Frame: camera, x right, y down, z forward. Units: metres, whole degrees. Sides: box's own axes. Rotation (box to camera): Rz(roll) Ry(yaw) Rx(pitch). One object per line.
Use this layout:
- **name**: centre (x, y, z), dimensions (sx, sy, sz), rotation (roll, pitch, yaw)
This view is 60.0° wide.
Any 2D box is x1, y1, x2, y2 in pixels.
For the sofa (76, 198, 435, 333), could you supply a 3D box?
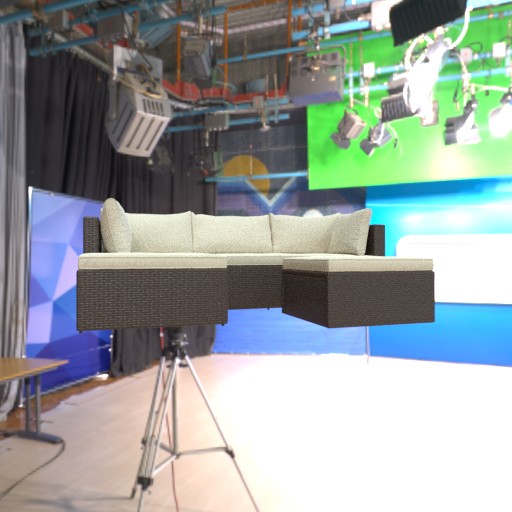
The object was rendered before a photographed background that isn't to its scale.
- **sofa**: centre (0.000, 0.000, 2.996), dimensions (2.192, 0.766, 1.612), rotation (0, 0, -18)
